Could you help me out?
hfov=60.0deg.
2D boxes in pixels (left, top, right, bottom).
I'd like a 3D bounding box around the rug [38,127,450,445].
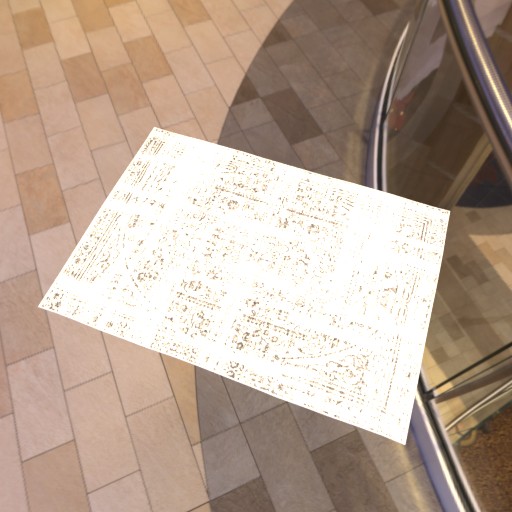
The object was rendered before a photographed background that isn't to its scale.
[{"bbox_3d":[0.000,0.000,3.085,2.438,0.026,1.706,18,63,9],"label":"rug"}]
